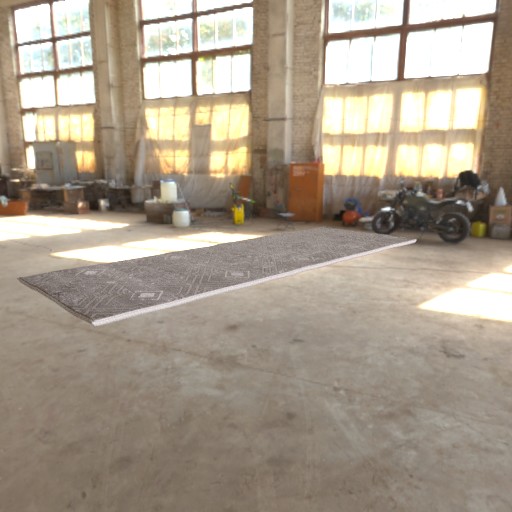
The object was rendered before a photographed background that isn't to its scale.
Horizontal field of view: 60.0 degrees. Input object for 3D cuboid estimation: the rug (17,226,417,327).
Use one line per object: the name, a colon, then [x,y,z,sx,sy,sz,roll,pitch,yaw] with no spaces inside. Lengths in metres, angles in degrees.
rug: [0.000,0.000,2.638,2.381,0.035,0.832,-12,17,-43]
